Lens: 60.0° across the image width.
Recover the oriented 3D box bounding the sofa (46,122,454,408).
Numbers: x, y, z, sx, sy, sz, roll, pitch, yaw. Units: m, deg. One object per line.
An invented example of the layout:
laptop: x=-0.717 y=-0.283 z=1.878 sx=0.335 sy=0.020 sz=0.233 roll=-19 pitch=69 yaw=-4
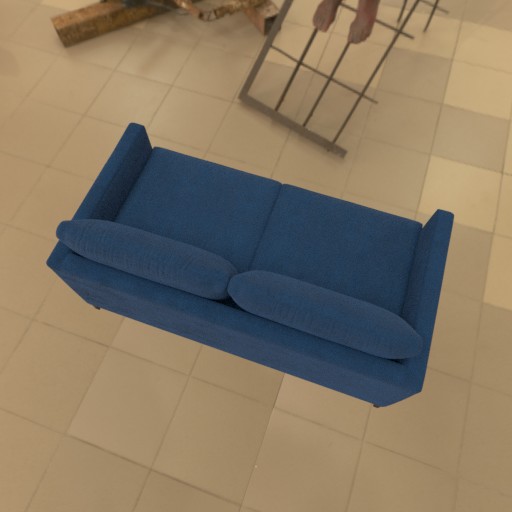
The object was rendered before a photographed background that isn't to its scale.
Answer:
sofa: x=0.000 y=0.000 z=2.170 sx=1.676 sy=0.817 sz=0.875 roll=18 pitch=66 yaw=8
